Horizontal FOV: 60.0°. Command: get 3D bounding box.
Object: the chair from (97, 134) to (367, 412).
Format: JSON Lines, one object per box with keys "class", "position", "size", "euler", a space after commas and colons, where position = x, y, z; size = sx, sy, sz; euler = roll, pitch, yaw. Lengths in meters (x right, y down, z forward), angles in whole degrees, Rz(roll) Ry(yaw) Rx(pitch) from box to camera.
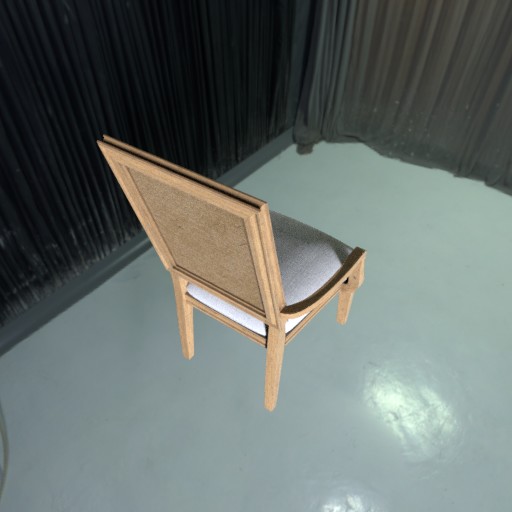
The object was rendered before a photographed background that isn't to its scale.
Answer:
{"class": "chair", "position": [0.000, 0.000, 1.390], "size": [0.606, 0.990, 0.602], "euler": [26, 51, 23]}
